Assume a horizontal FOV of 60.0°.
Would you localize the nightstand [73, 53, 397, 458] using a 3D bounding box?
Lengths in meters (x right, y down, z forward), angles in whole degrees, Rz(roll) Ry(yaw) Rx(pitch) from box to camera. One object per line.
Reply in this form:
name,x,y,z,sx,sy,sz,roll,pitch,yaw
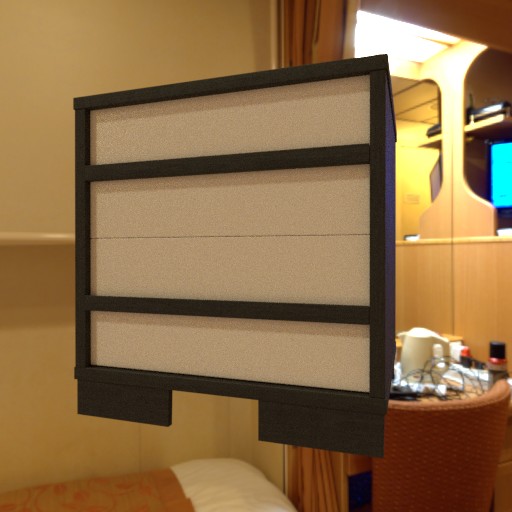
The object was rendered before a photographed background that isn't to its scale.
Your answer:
nightstand,0.000,0.000,0.720,0.427,0.448,0.347,0,0,19
